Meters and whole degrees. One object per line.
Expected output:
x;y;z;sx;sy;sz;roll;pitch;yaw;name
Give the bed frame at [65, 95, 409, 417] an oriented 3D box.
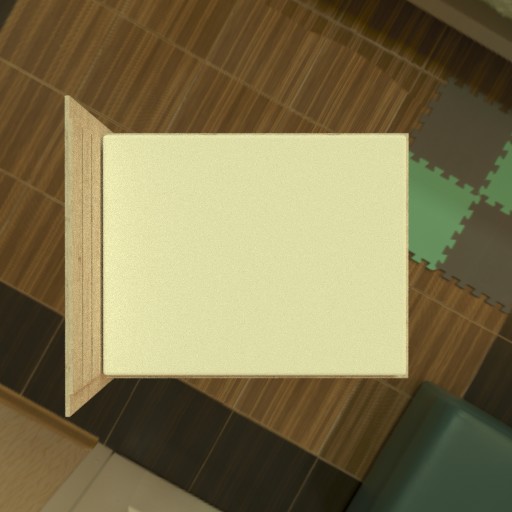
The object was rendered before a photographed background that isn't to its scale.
0.000;0.000;2.883;2.080;0.970;1.750;0;90;0;bed frame
